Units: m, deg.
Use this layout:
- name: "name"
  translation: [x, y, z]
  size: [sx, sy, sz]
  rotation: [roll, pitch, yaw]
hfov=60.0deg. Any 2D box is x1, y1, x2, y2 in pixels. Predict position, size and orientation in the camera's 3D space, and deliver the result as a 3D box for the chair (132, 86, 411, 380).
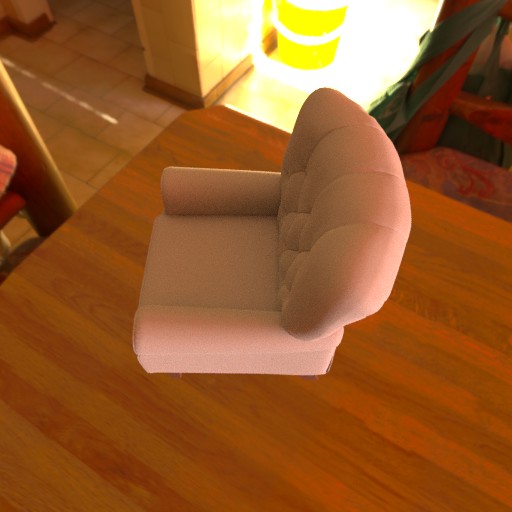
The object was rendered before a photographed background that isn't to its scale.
- name: "chair"
  translation: [0.000, 0.000, 2.103]
  size: [1.128, 1.217, 1.090]
  rotation: [1, 57, 1]
